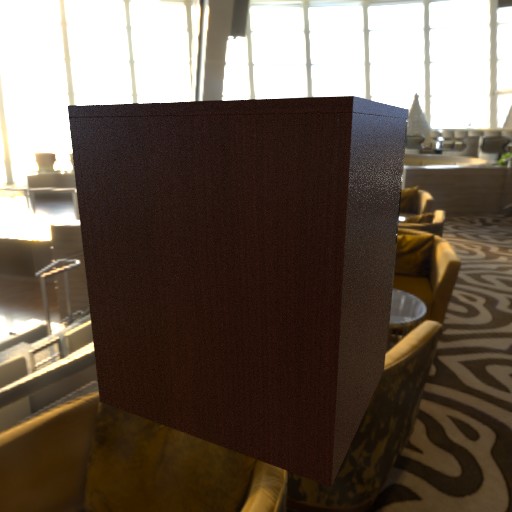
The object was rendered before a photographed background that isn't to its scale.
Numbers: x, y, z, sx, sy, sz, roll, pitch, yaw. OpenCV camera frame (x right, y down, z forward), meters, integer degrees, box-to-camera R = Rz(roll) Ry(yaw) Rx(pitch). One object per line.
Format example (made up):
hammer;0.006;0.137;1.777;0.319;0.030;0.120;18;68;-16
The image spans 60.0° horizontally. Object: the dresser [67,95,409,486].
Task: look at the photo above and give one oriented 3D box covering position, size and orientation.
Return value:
dresser;0.000;0.000;0.740;0.400;0.470;0.360;8;18;26
